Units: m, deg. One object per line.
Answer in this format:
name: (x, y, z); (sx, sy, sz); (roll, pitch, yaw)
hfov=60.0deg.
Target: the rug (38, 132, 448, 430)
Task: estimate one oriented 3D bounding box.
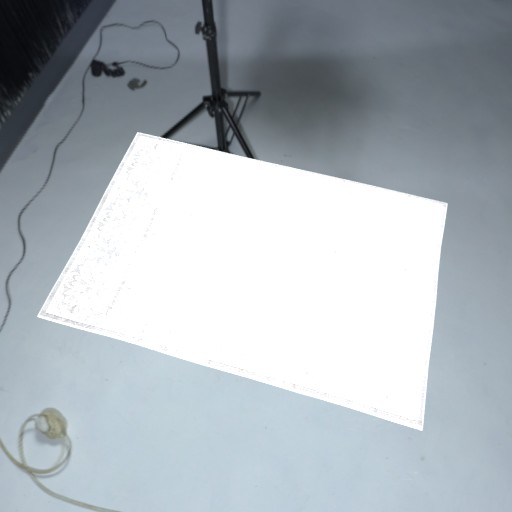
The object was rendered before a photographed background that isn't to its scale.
rug: (0.000, 0.000, 3.409); (2.746, 0.018, 1.819); (14, 63, 7)
